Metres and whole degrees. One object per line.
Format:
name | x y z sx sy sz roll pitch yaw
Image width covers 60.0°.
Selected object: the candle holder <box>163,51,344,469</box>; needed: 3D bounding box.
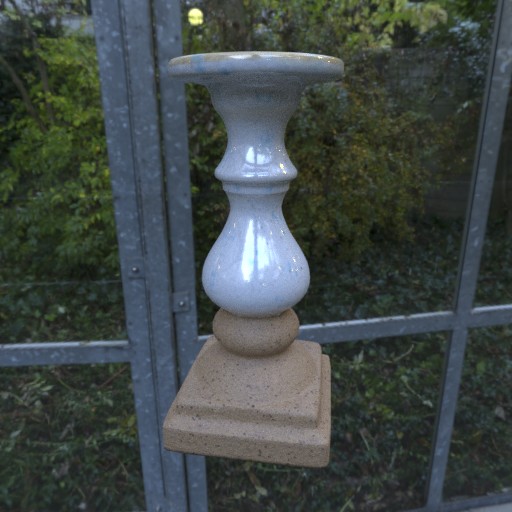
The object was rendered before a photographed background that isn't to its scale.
candle holder | 0.000 0.000 0.296 0.110 0.239 0.110 3 18 9
